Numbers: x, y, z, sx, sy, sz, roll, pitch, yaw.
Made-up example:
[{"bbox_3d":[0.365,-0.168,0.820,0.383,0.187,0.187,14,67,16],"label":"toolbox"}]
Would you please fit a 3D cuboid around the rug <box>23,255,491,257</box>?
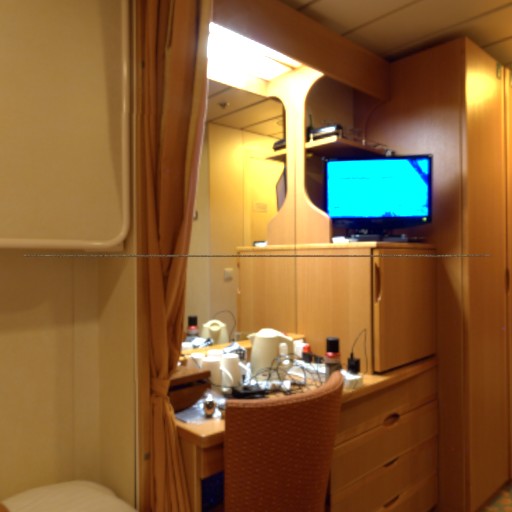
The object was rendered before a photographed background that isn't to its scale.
[{"bbox_3d":[0.000,0.000,2.646,2.443,0.008,0.688,0,0,0],"label":"rug"}]
